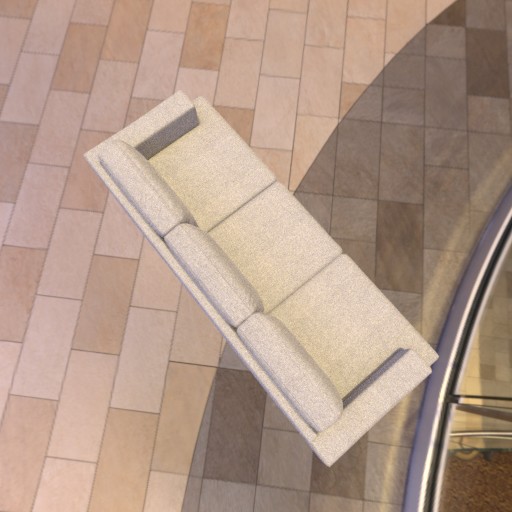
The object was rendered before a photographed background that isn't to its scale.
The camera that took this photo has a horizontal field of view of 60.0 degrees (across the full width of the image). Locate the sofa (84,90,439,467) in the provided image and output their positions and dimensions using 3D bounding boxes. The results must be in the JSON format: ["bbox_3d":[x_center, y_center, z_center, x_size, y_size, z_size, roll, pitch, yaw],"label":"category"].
[{"bbox_3d":[0.000,0.000,2.742,0.920,0.810,2.310,-38,77,-10],"label":"sofa"}]
